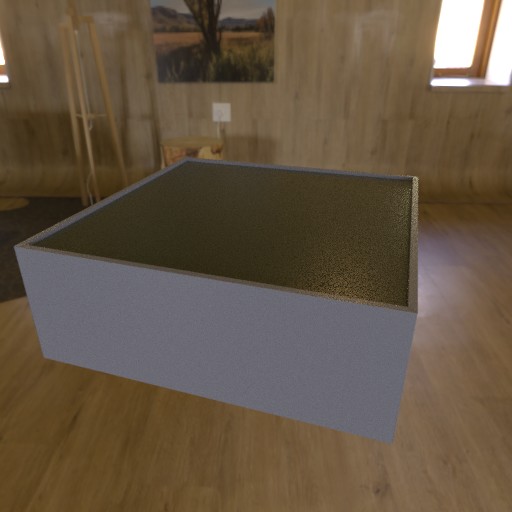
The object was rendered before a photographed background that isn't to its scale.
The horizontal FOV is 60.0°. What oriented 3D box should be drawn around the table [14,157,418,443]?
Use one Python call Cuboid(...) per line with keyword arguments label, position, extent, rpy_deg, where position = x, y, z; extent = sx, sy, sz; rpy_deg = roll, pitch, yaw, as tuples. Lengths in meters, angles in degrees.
Cuboid(label="table", position=(0.000, 0.000, 1.220), extent=(0.801, 0.299, 0.801), rpy_deg=(8, 28, 16))
